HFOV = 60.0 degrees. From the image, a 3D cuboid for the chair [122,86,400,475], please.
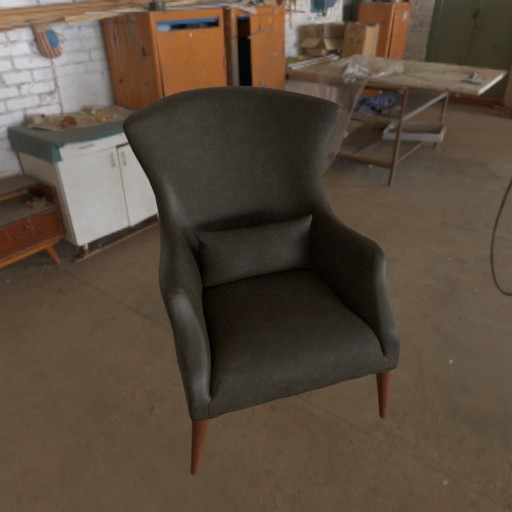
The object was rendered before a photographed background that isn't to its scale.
[{"bbox_3d":[0.000,0.000,1.688,0.819,1.068,0.954,-10,32,-16],"label":"chair"}]
